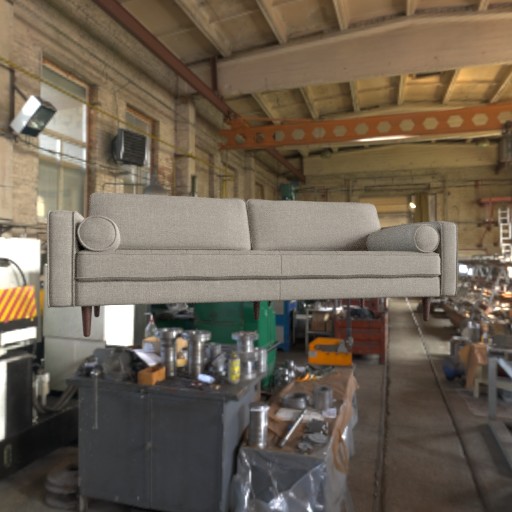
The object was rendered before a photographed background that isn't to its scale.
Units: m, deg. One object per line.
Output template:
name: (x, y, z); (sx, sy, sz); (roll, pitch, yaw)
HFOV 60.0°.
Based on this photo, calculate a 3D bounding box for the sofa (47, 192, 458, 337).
sofa: (0.000, 0.000, 2.678); (2.211, 0.762, 0.914); (0, 0, -16)
